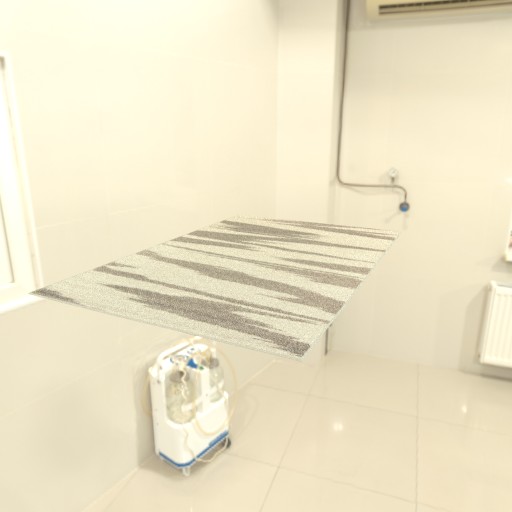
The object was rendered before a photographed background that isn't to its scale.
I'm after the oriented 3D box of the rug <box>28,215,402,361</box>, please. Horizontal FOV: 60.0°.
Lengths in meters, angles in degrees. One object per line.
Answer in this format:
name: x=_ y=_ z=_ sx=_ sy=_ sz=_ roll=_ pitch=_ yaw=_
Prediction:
rug: x=0.000 y=0.000 z=2.371 sx=1.225 sy=0.008 sz=1.827 roll=8 pitch=19 yaw=25
